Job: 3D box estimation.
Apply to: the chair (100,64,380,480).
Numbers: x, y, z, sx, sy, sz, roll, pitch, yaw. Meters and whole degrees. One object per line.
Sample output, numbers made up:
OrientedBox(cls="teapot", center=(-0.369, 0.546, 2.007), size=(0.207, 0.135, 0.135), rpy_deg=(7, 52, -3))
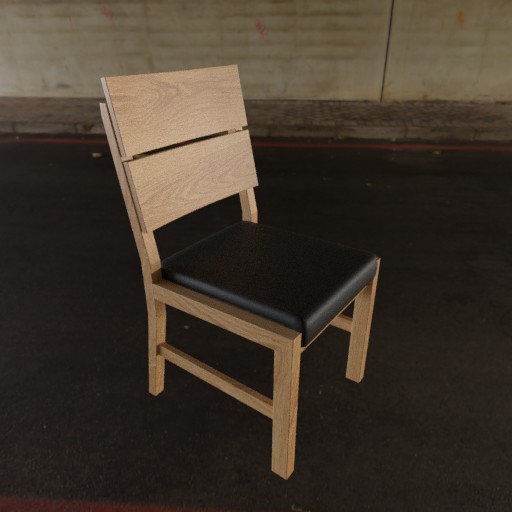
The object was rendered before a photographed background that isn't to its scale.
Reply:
OrientedBox(cls="chair", center=(0.000, 0.000, 1.251), size=(0.569, 0.950, 0.475), rpy_deg=(19, 33, 32))
